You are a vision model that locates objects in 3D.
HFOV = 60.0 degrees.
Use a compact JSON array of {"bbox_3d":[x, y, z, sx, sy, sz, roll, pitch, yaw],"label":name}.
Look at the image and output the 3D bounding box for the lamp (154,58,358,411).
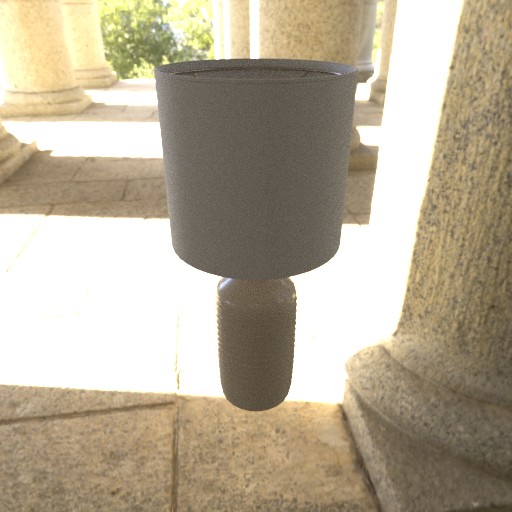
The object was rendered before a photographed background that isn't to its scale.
[{"bbox_3d":[0.000,0.000,0.602,0.220,0.475,0.220,-20,34,-32],"label":"lamp"}]
